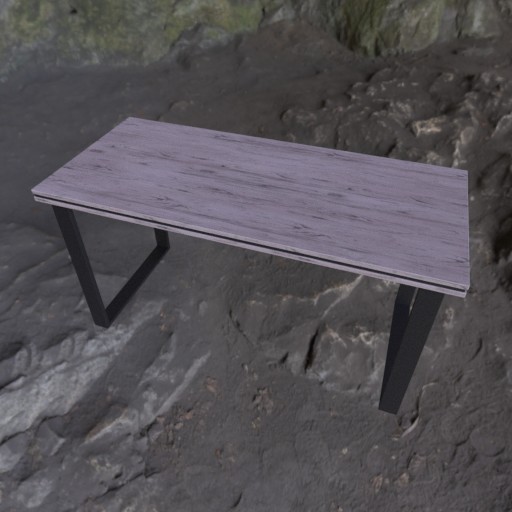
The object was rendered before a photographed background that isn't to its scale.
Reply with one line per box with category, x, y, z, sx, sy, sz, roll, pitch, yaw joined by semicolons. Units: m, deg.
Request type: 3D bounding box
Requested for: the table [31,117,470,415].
table;0.000;0.000;2.267;1.778;0.899;0.795;13;43;14
